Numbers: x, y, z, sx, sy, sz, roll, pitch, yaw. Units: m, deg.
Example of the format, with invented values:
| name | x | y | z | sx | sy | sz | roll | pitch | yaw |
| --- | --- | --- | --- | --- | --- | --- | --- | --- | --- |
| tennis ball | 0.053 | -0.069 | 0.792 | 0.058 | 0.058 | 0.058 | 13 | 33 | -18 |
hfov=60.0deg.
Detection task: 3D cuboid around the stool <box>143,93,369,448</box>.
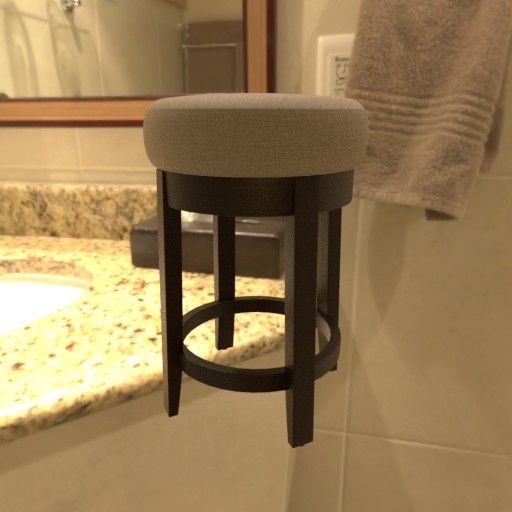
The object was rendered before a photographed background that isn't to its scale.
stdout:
| name | x | y | z | sx | sy | sz | roll | pitch | yaw |
| --- | --- | --- | --- | --- | --- | --- | --- | --- | --- |
| stool | 0.000 | 0.000 | 0.974 | 0.443 | 0.672 | 0.443 | 0 | 18 | 0 |
